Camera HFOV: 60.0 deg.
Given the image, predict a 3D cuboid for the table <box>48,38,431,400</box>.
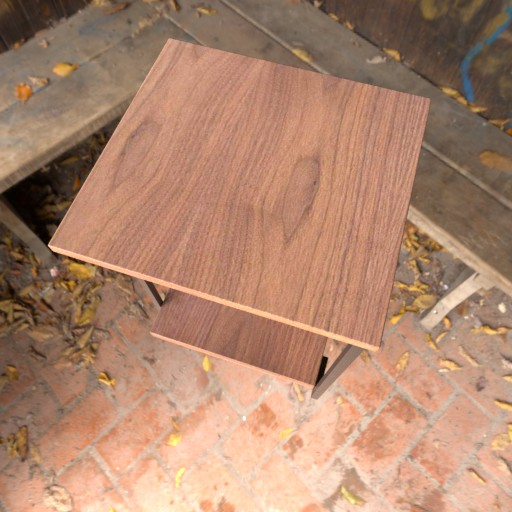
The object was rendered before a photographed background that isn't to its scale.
[{"bbox_3d":[0.000,0.000,0.848,0.411,0.567,0.384,16,66,8],"label":"table"}]
